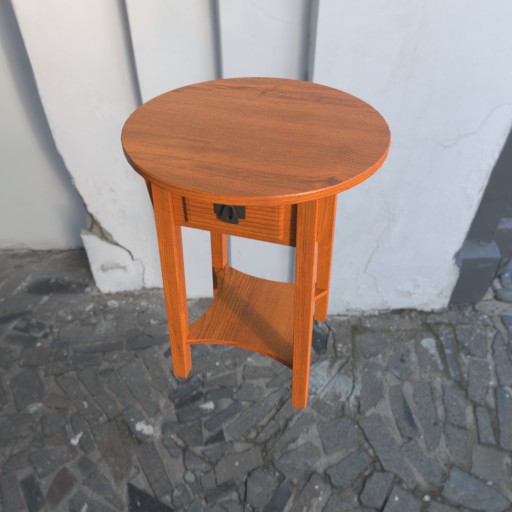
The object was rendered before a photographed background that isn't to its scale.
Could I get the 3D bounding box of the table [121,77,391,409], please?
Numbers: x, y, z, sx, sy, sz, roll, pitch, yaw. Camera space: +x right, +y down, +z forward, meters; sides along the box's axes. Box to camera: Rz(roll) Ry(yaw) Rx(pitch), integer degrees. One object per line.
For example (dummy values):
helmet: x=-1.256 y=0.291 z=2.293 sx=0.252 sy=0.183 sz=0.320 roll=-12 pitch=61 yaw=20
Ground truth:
table: x=0.000 y=0.000 z=0.968 sx=0.457 sy=0.610 sz=0.457 roll=0 pitch=41 yaw=0
